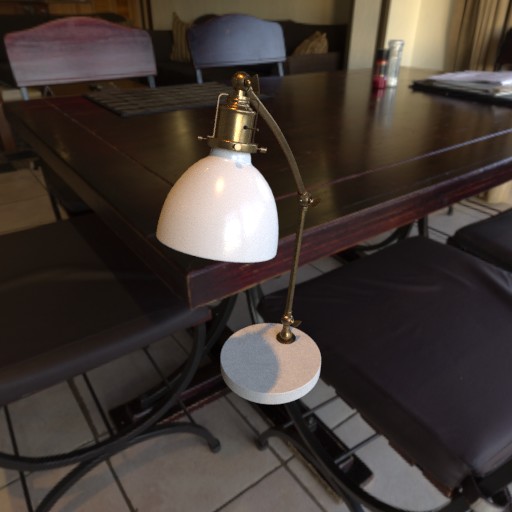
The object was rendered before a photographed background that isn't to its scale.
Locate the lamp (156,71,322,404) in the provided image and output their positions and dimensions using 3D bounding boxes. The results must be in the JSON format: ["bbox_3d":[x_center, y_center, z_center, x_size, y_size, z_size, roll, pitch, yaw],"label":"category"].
[{"bbox_3d":[0.000,0.000,0.667,0.186,0.522,0.317,19,36,29],"label":"lamp"}]
